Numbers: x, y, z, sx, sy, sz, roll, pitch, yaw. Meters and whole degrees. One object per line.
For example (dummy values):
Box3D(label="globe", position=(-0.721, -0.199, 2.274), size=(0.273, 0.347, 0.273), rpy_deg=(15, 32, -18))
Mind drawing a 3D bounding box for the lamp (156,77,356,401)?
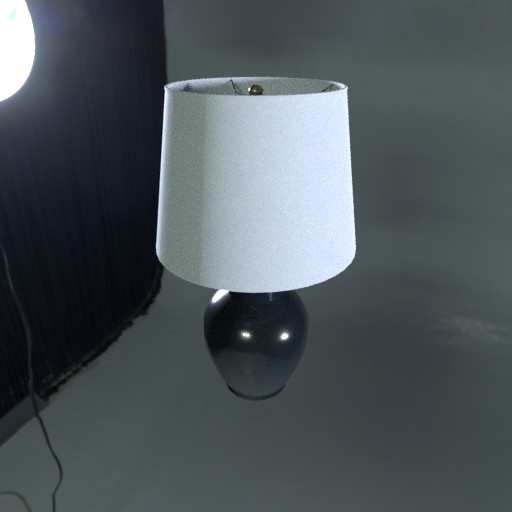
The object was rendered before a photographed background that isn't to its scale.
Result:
Box3D(label="lamp", position=(0.000, 0.000, 0.551), size=(0.239, 0.399, 0.239), rpy_deg=(0, 27, 0))
